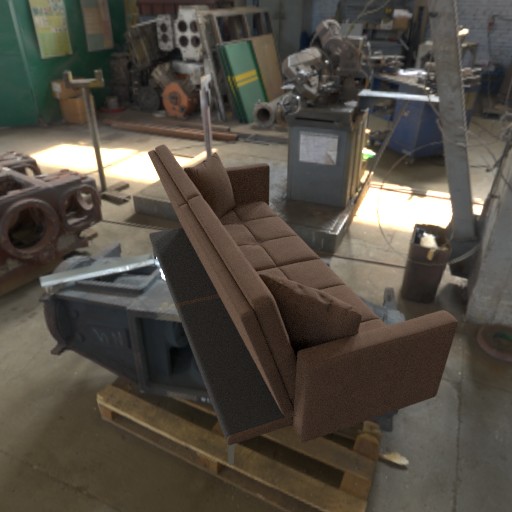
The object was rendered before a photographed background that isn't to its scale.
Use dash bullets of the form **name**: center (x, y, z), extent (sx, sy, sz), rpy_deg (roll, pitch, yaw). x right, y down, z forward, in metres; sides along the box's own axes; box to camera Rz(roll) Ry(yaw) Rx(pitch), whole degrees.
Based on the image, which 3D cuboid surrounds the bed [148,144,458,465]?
- **bed**: center (0.000, 0.000, 2.336), extent (0.889, 0.787, 1.905), rpy_deg (-11, 33, -18)
